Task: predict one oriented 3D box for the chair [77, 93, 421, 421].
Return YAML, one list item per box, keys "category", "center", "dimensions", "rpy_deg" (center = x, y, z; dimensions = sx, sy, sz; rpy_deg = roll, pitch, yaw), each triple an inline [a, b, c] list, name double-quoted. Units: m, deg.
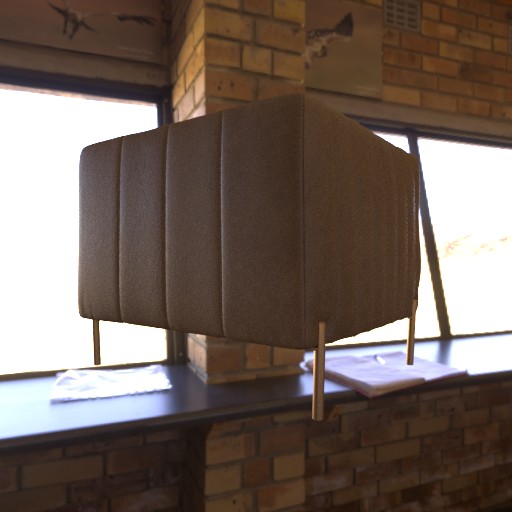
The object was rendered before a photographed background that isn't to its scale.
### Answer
- category: "chair"
  center: [0.000, 0.000, 1.606]
  dimensions: [0.981, 0.779, 0.876]
  rpy_deg: [0, 0, 36]
